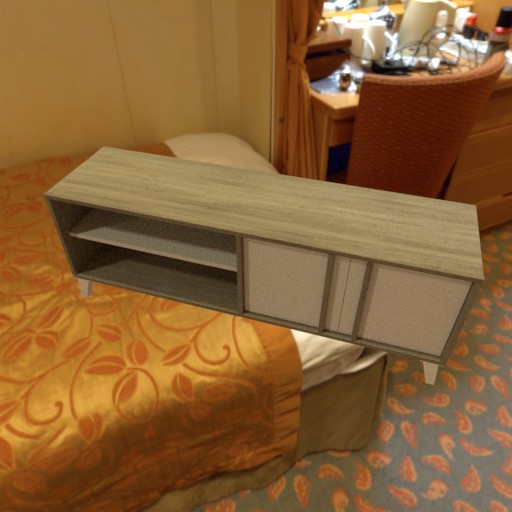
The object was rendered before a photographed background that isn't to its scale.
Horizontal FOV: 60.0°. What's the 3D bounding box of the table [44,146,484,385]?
[{"bbox_3d":[0.000,0.000,1.761,1.500,0.530,0.400,12,42,13],"label":"table"}]
